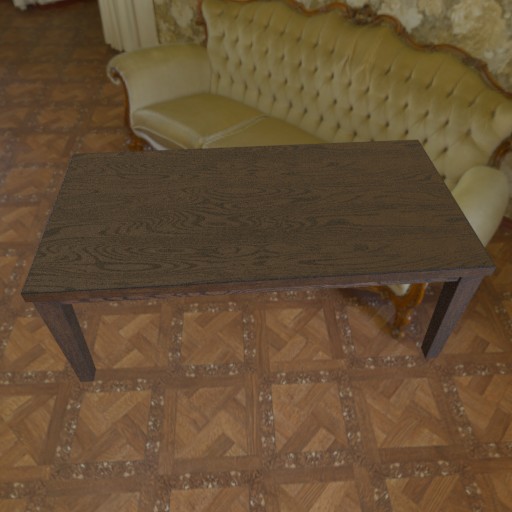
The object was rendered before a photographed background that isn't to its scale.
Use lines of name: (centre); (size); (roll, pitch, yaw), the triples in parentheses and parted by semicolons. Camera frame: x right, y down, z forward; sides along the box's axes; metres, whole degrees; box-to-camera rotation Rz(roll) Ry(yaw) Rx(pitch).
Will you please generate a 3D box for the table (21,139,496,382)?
table: (0.000, 0.000, 2.460); (1.981, 0.762, 1.016); (-3, 46, -3)
